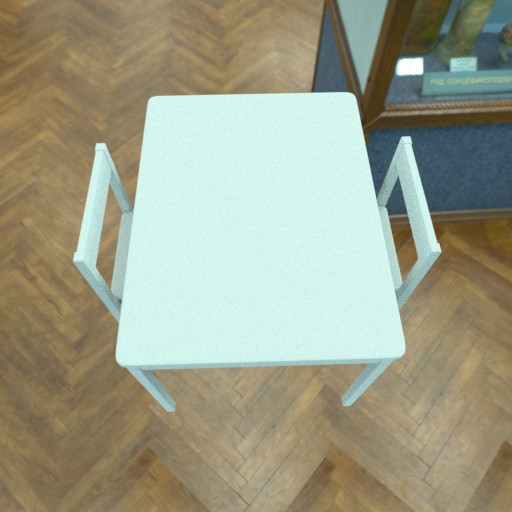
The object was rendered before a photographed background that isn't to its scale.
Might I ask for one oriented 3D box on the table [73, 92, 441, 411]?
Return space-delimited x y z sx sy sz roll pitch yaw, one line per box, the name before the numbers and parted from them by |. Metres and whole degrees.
table | 0.000 0.000 1.090 0.672 0.503 0.650 -1 61 -1
